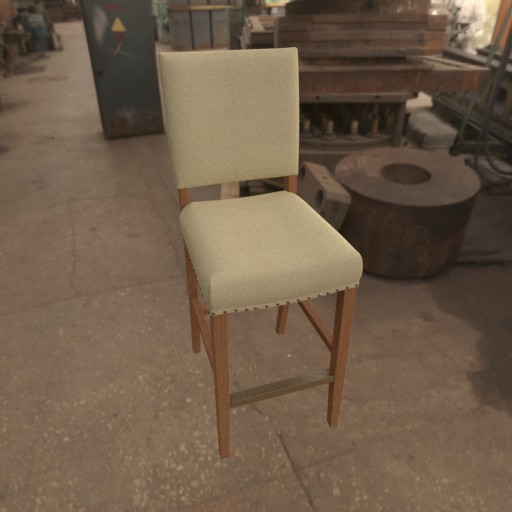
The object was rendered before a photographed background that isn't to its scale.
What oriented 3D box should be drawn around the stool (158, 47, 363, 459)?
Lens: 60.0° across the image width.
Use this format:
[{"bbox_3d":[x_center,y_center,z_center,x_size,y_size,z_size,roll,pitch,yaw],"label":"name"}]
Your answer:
[{"bbox_3d":[0.000,0.000,1.440,0.445,1.168,0.584,-10,33,-15],"label":"stool"}]
